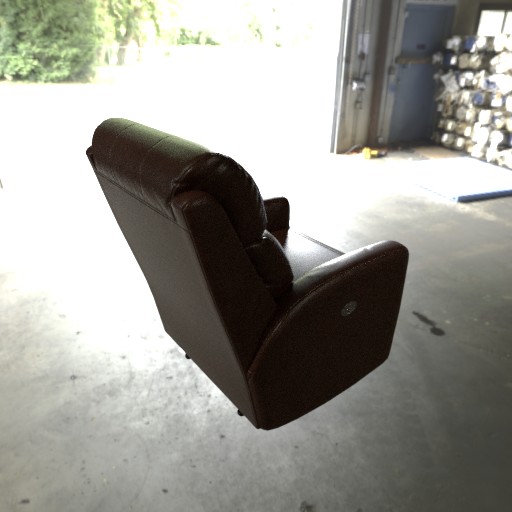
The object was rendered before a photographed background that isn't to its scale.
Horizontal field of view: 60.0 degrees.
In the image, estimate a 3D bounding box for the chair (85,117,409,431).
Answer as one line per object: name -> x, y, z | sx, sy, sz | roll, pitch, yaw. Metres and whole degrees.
chair -> 0.000, 0.000, 1.680 | 0.939, 1.016, 0.787 | -18, 32, -32
